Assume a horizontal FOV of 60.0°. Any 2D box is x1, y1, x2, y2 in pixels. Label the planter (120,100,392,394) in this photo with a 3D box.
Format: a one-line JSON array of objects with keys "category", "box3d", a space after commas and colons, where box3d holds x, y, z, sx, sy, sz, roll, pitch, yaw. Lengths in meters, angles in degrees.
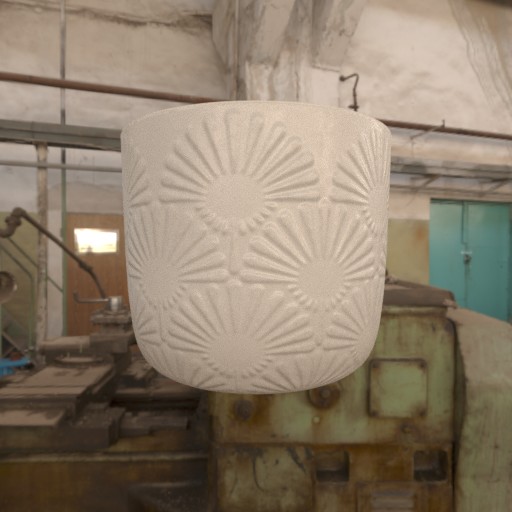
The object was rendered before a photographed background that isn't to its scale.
[{"category": "planter", "box3d": [0.000, 0.000, 0.213, 0.124, 0.109, 0.124, 0, 1, 0]}]
